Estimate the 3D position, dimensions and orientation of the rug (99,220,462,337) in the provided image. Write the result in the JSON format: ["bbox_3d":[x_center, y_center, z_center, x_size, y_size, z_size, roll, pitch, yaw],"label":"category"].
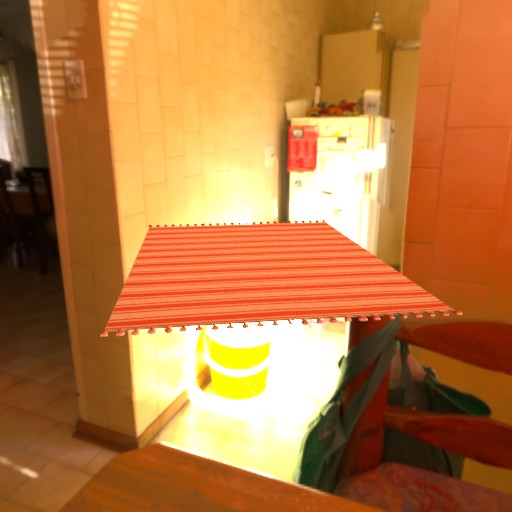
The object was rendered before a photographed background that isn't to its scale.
[{"bbox_3d":[0.000,0.000,4.533,2.451,0.035,3.369,-2,16,-8],"label":"rug"}]
